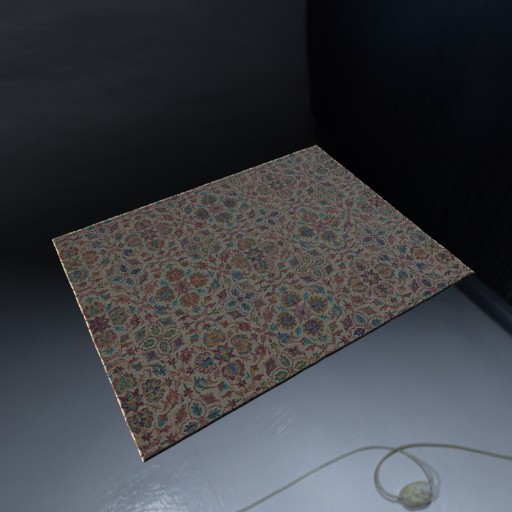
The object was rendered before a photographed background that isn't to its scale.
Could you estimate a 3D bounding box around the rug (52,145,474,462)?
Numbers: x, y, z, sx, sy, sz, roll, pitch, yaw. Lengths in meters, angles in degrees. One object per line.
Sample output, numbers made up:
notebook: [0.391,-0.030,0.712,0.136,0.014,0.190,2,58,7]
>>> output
rug: [0.000,0.000,4.212,3.215,0.020,2.446,-24,51,-21]
